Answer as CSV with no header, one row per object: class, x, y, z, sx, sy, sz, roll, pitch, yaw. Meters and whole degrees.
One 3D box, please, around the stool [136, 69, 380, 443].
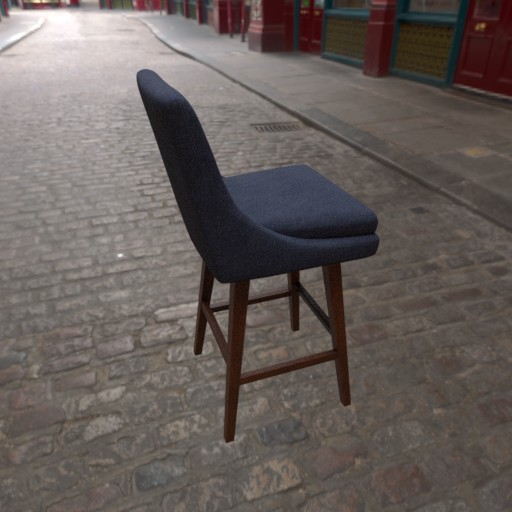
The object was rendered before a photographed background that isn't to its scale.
stool,0.000,0.000,1.387,0.572,1.068,0.489,-10,32,-17
